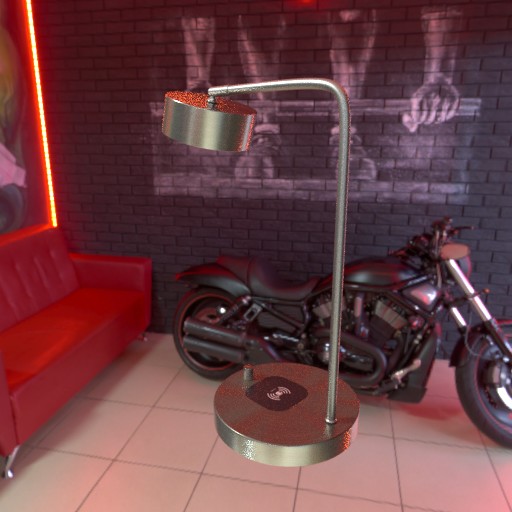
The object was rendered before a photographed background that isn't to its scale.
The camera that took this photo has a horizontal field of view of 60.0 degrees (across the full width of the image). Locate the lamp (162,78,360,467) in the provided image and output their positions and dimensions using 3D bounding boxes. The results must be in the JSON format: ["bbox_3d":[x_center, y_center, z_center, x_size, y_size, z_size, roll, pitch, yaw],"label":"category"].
[{"bbox_3d":[0.000,0.000,0.637,0.334,0.469,0.211,14,20,43],"label":"lamp"}]
